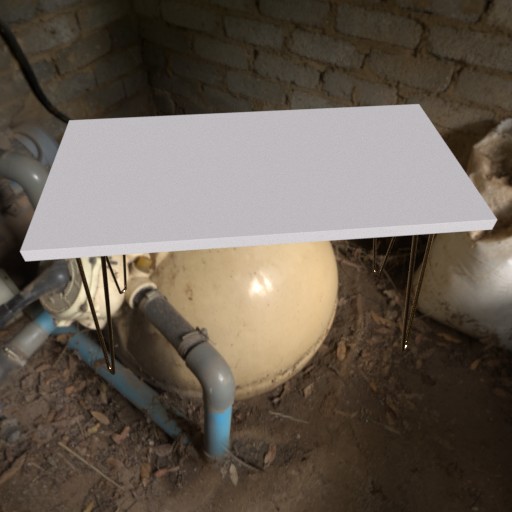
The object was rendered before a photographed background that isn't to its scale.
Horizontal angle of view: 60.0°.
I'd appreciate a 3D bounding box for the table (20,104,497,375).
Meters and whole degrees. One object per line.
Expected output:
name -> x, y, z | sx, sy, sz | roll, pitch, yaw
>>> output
table -> 0.000, 0.000, 1.324 | 0.991, 0.660, 0.498 | -4, 47, -4
